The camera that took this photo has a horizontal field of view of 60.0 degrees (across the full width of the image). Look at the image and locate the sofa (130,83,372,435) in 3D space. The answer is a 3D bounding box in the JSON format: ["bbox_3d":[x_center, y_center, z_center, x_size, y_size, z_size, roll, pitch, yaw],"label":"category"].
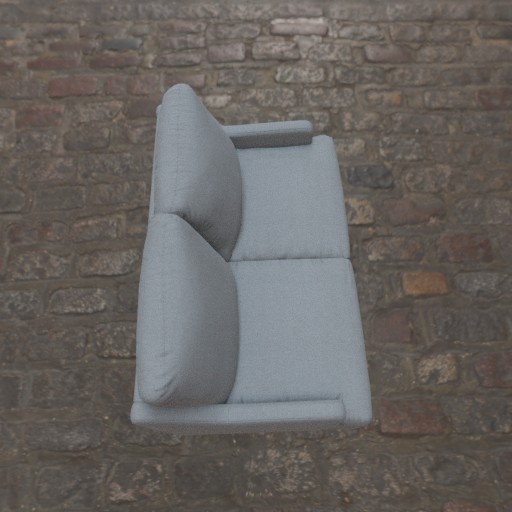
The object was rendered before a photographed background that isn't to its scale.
[{"bbox_3d":[0.000,0.000,2.183,0.987,0.921,1.589,-2,64,-1],"label":"sofa"}]
